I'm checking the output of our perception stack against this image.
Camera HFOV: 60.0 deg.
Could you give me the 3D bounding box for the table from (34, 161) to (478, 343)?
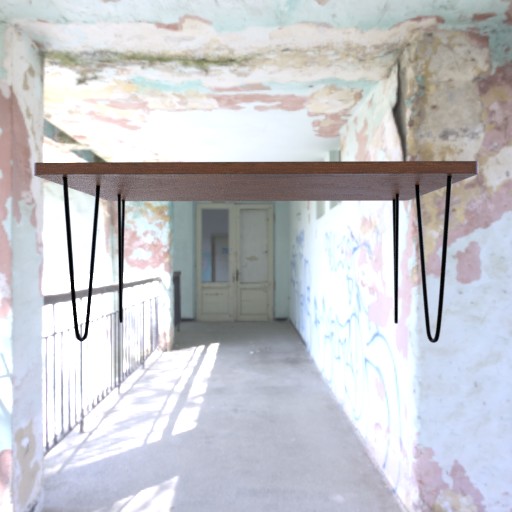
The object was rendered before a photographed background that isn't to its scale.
[{"bbox_3d":[0.000,0.000,2.207,1.791,0.753,0.883,0,0,1],"label":"table"}]
